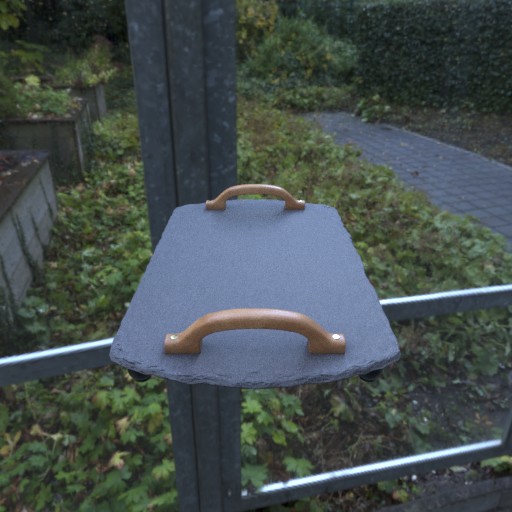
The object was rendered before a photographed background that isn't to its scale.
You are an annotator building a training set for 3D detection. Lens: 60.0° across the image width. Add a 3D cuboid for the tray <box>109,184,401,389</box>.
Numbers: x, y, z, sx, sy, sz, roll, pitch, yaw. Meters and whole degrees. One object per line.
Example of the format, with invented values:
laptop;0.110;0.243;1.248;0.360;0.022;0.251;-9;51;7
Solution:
tray;0.000;0.000;0.478;0.231;0.062;0.387;0;27;0
